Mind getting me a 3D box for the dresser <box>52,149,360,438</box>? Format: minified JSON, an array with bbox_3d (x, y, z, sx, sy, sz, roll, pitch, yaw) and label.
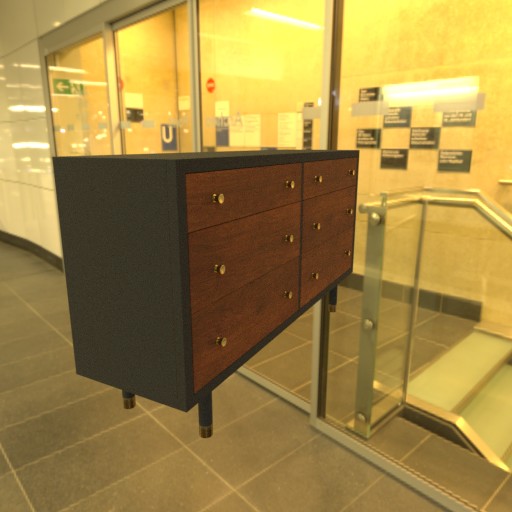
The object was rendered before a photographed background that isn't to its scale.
[{"bbox_3d":[0.000,0.000,1.915,0.463,0.872,1.558,8,16,28],"label":"dresser"}]
